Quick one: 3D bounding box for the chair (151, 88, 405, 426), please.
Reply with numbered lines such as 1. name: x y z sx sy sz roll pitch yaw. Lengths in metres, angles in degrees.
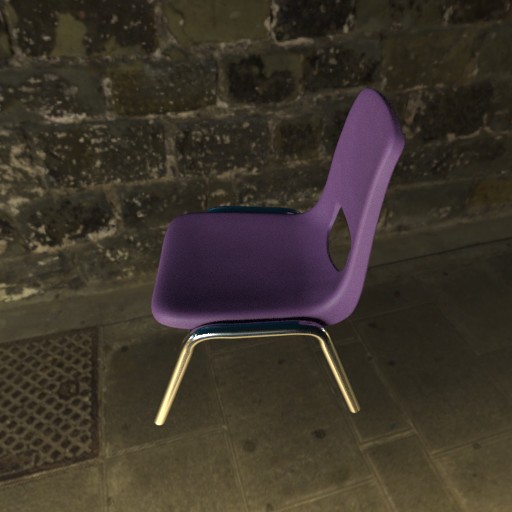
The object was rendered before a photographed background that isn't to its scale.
1. chair: 0.000 0.000 0.828 0.419 0.584 0.356 -1 41 -1
